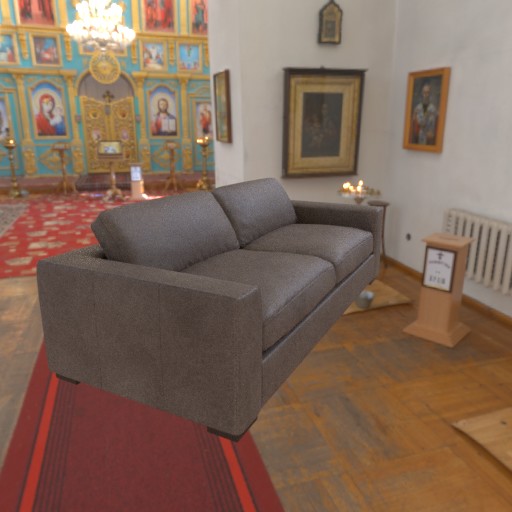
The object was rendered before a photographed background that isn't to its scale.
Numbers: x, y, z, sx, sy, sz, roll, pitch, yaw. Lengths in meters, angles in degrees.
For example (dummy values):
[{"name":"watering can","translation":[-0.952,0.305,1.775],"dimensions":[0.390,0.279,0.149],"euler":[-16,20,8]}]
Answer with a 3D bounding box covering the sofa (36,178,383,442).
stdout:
[{"name":"sofa","translation":[0.000,0.000,2.725],"dimensions":[1.070,0.801,2.262],"euler":[8,17,27]}]
